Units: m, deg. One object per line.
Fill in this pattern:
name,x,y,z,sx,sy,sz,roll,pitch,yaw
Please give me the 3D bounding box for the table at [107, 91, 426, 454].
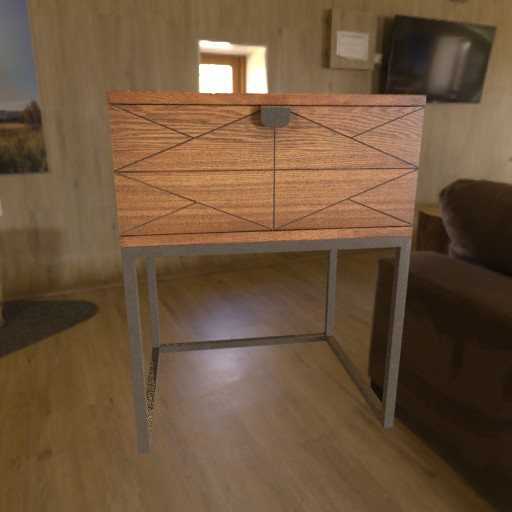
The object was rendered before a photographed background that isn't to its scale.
table,0.000,0.000,0.919,0.482,0.610,0.400,-2,16,-8
